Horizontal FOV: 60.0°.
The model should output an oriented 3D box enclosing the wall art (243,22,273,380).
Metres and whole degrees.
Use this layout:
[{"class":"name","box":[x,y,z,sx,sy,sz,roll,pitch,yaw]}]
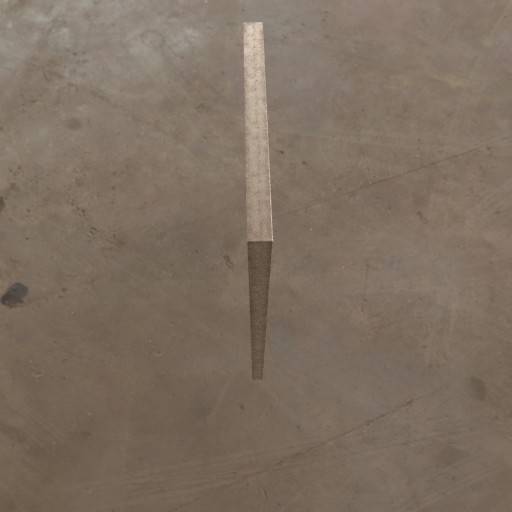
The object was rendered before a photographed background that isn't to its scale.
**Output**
[{"class":"wall art","box":[0.000,0.000,1.673,0.051,1.461,0.648,-1,64,-1]}]
